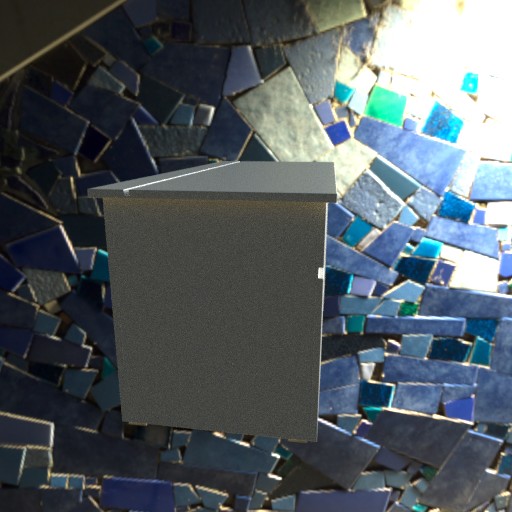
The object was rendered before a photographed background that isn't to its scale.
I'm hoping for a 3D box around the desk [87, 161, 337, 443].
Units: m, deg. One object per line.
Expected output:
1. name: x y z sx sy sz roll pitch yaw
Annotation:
1. desk: 0.000 0.000 2.003 0.670 0.760 1.580 2 15 9
